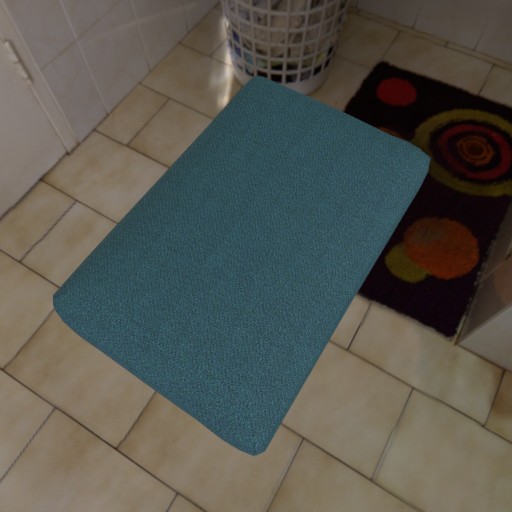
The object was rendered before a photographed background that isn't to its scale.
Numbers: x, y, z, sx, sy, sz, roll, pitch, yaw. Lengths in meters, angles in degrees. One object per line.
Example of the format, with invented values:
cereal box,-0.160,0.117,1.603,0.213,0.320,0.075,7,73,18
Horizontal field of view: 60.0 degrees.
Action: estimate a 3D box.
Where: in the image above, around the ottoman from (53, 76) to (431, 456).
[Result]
ottoman,0.000,0.000,1.197,0.563,0.498,0.856,30,68,14
